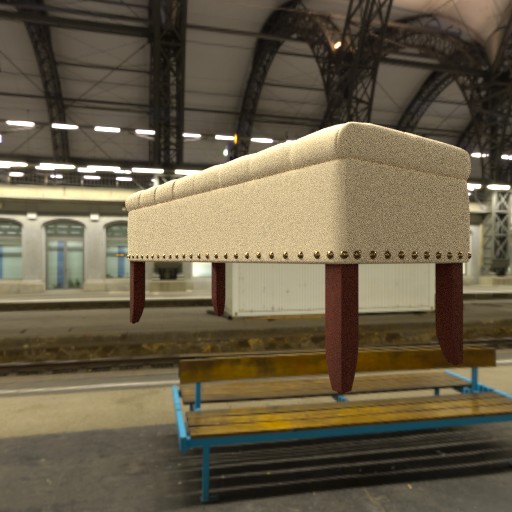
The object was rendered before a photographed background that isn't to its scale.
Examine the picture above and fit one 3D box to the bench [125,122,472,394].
[{"bbox_3d":[0.000,0.000,1.247,0.400,0.470,1.054,0,0,-35],"label":"bench"}]
